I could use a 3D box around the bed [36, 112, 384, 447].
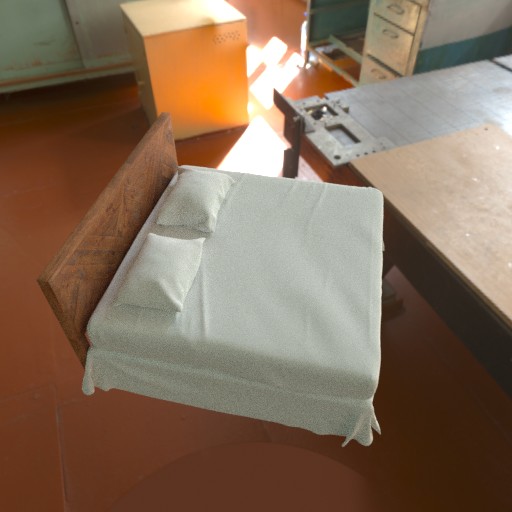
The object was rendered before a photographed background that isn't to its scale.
[{"bbox_3d":[0.000,0.000,3.470,2.165,1.158,2.255,9,46,9],"label":"bed"}]
